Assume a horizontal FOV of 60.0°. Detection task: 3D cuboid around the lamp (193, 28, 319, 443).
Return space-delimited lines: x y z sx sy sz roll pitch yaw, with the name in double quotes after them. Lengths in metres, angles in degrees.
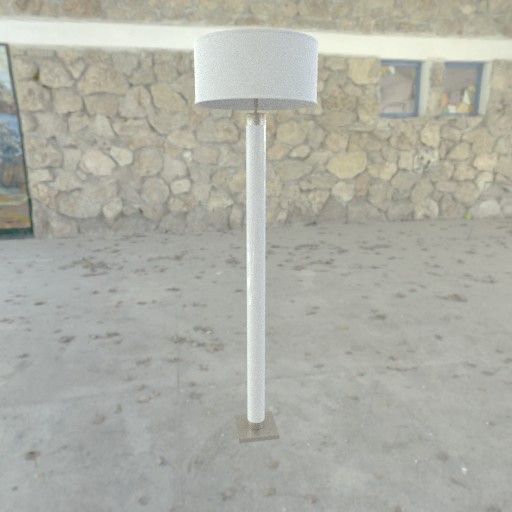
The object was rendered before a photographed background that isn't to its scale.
0.000 0.000 1.658 0.420 1.475 0.420 -2 14 -10 "lamp"
